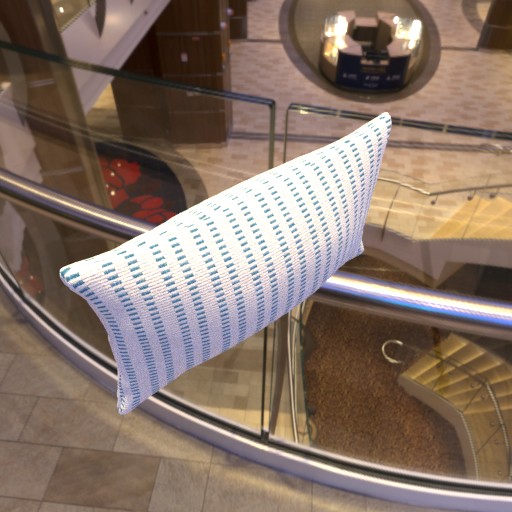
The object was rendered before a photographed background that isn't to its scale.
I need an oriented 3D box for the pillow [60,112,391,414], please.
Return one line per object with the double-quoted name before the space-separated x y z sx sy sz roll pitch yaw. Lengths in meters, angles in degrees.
"pillow" 0.000 0.000 0.799 0.640 0.353 0.210 -31 52 -27
